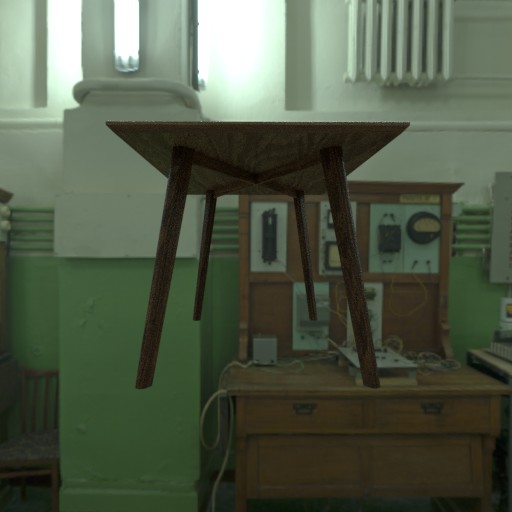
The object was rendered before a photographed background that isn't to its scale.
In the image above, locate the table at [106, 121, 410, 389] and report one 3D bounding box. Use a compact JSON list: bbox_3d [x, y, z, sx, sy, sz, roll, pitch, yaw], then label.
[{"bbox_3d":[0.000,0.000,1.844,0.801,0.724,1.349,0,1,-1],"label":"table"}]
